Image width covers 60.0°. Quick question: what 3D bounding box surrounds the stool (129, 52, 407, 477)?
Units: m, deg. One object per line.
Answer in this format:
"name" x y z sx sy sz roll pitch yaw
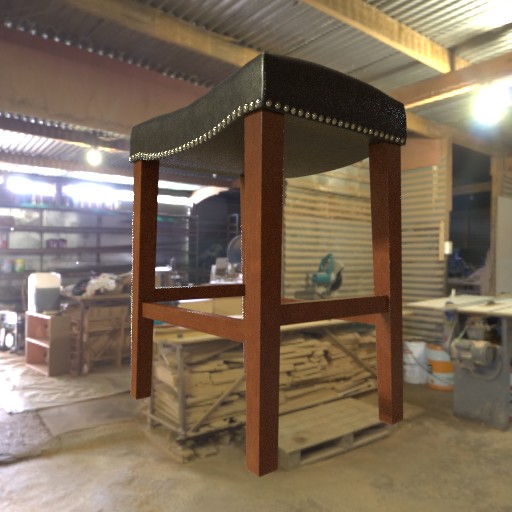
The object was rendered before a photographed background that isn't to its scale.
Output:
"stool" 0.000 0.000 0.950 0.372 0.654 0.504 0 0 -38
